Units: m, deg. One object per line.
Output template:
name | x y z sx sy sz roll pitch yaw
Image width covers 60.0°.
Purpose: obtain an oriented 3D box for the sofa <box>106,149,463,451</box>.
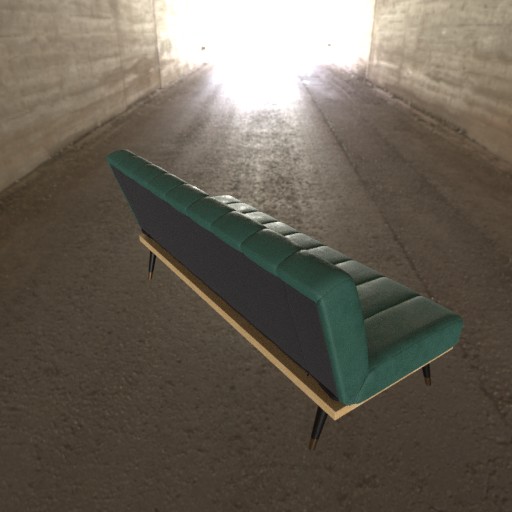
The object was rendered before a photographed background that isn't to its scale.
sofa | 0.000 0.000 2.219 0.830 0.820 1.810 -17 32 -30
